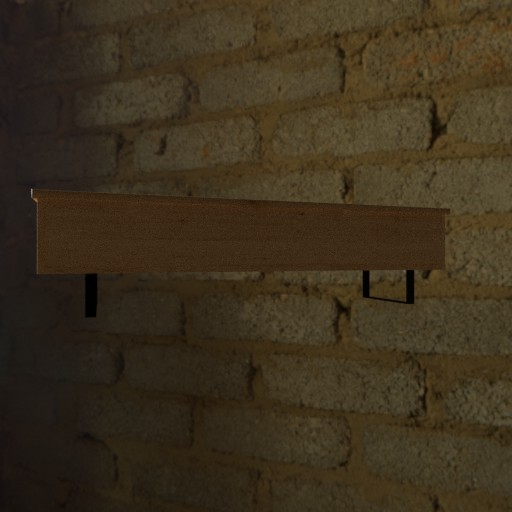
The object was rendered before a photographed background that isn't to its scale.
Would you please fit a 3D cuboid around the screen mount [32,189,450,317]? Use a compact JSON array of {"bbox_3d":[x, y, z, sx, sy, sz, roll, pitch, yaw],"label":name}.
[{"bbox_3d":[0.000,0.000,1.931,1.700,0.430,0.450,0,0,-19],"label":"screen mount"}]
